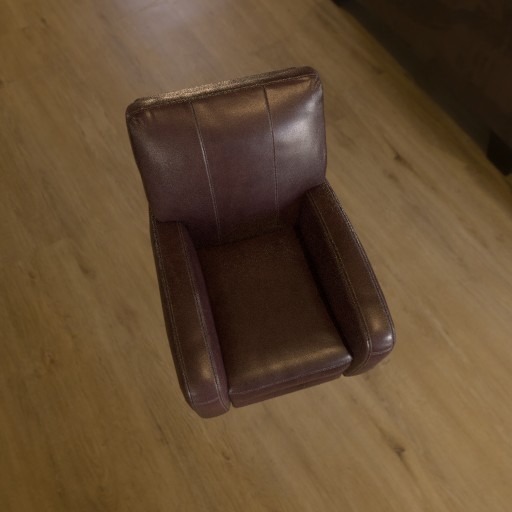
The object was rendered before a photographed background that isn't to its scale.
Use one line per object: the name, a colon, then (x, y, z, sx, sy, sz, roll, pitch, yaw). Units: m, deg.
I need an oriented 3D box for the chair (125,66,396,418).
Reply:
chair: (0.000, 0.000, 1.688, 0.762, 0.990, 0.990, -14, 64, -7)
